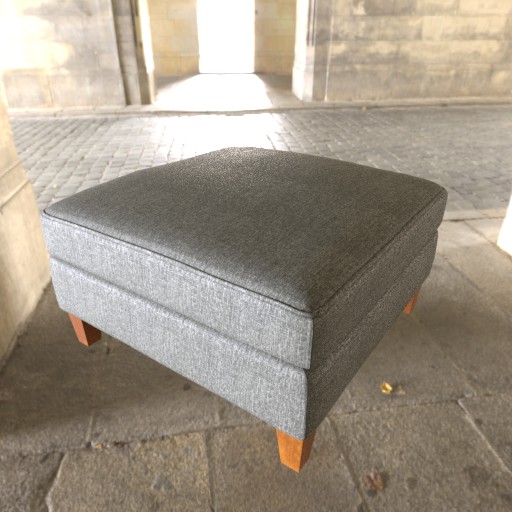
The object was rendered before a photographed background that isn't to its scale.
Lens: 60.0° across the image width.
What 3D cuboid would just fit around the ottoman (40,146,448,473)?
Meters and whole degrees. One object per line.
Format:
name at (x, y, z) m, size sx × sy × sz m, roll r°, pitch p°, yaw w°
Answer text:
ottoman at (0.000, 0.000, 1.303) m, size 0.838 × 0.481 × 0.838 m, roll 18°, pitch 32°, yaw 31°
